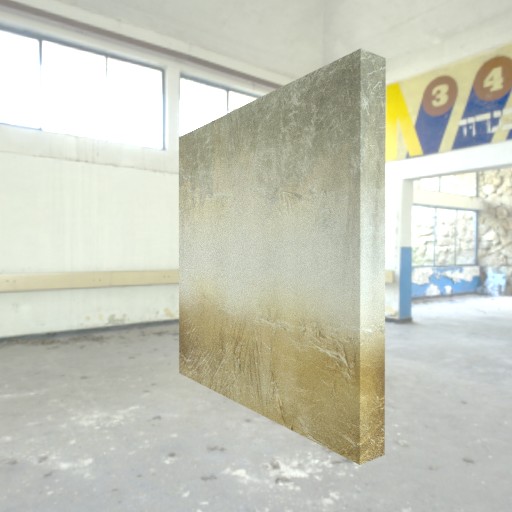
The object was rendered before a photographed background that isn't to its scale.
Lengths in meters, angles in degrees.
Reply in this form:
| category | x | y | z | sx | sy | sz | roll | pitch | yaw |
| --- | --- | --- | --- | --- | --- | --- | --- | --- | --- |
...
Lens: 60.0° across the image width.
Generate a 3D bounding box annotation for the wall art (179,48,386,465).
| category | x | y | z | sx | sy | sz | roll | pitch | yaw |
| --- | --- | --- | --- | --- | --- | --- | --- | --- | --- |
| wall art | 0.000 | 0.000 | 0.609 | 0.038 | 0.407 | 0.405 | 0 | 1 | -35 |
